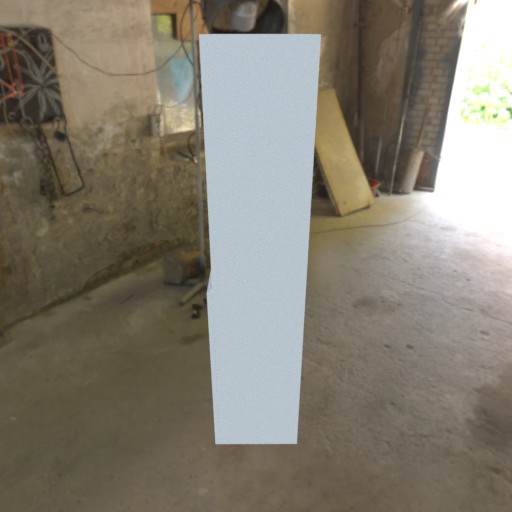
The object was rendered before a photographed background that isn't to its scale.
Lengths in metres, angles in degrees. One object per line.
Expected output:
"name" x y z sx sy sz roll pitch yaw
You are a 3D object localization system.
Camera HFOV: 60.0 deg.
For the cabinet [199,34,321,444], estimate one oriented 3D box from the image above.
"cabinet" 0.000 0.000 1.509 0.300 1.350 0.400 0 27 0
